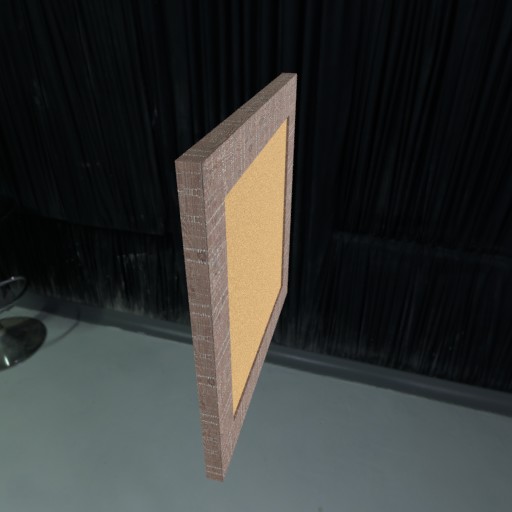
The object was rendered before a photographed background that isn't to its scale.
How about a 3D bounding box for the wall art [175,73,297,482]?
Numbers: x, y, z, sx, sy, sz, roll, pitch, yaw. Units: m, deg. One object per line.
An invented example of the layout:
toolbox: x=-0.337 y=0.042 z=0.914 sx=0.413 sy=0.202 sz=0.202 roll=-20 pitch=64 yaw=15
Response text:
wall art: x=0.000 y=0.000 z=0.794 sx=0.029 sy=0.531 sz=0.531 roll=8 pitch=32 yaw=12
